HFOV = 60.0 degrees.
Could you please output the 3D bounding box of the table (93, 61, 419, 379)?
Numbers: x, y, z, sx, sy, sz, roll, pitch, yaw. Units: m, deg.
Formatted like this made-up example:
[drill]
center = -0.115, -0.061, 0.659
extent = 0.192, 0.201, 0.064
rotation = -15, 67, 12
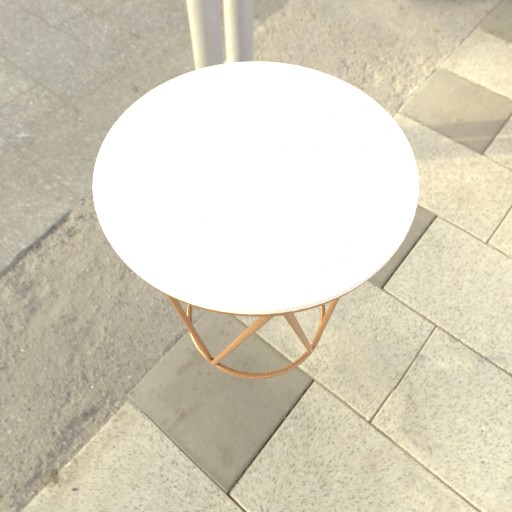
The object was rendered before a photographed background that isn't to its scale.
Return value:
[table]
center = 0.000, 0.000, 0.931
extent = 0.500, 0.564, 0.500
rotation = 0, 59, 0
